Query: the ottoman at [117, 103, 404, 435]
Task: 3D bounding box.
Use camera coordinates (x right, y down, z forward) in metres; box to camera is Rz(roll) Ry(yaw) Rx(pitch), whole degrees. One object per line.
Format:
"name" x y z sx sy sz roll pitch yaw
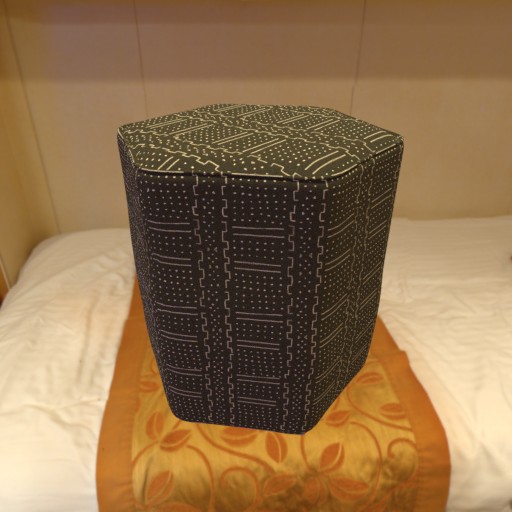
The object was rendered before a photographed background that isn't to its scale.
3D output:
"ottoman" 0.000 0.000 0.865 0.443 0.502 0.494 21 36 32
